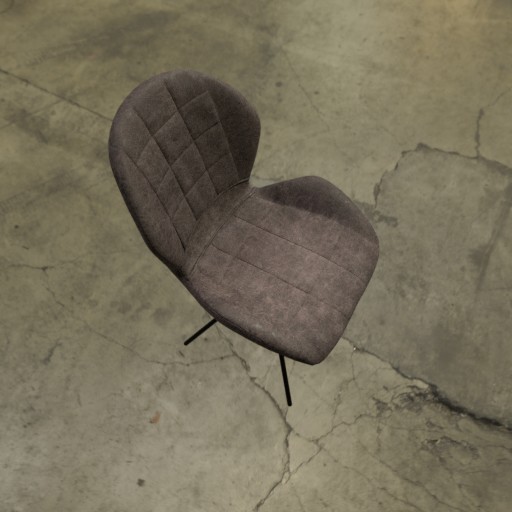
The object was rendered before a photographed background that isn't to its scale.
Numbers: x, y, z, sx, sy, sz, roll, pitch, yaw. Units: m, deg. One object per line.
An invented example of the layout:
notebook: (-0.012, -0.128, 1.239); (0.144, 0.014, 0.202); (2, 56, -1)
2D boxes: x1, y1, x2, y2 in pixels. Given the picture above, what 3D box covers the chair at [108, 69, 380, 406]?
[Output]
chair: (0.000, 0.000, 1.295); (0.640, 0.934, 0.527); (26, 62, 15)
